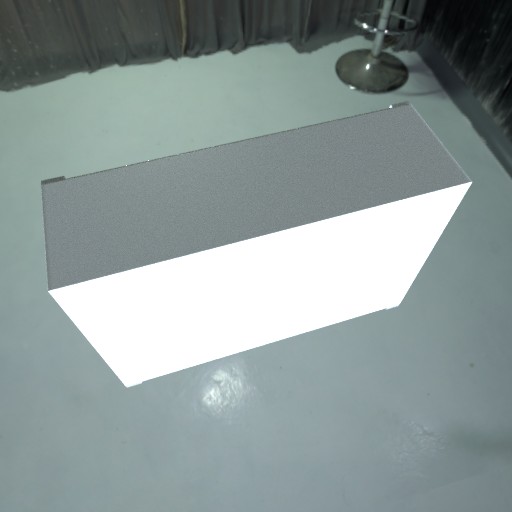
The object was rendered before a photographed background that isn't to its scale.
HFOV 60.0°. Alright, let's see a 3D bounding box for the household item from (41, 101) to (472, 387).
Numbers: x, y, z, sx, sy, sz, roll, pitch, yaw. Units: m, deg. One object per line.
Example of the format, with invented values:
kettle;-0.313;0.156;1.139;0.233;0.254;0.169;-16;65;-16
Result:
household item;0.000;0.000;1.765;1.300;0.867;0.420;-15;58;-9
